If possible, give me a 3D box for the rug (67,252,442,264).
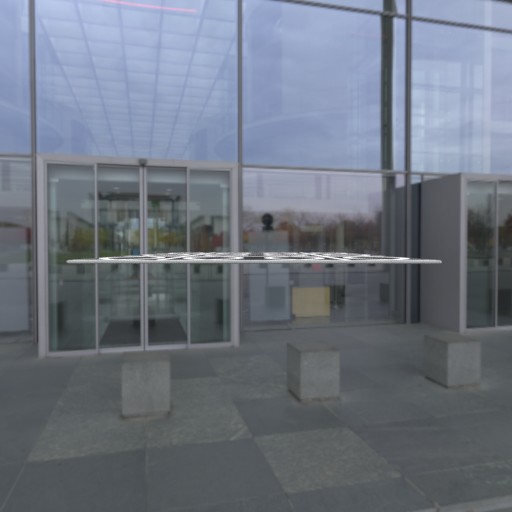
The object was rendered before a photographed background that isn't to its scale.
[{"bbox_3d":[0.000,0.000,2.927,1.526,0.014,2.290,0,1,1],"label":"rug"}]
